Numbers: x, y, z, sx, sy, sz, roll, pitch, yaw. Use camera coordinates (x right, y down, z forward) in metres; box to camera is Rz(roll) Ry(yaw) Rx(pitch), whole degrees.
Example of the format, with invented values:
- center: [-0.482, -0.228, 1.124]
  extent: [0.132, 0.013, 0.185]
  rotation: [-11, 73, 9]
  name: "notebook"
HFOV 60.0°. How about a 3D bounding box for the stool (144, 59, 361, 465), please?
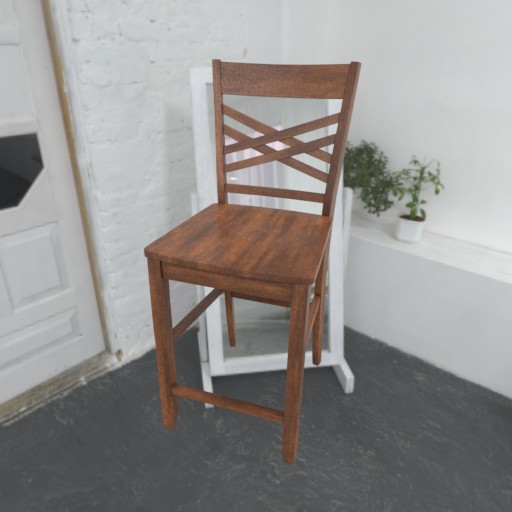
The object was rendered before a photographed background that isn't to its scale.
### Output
- center: [0.000, 0.000, 1.358]
  extent: [0.462, 1.079, 0.539]
  rotation: [9, 28, 17]
  name: "stool"
